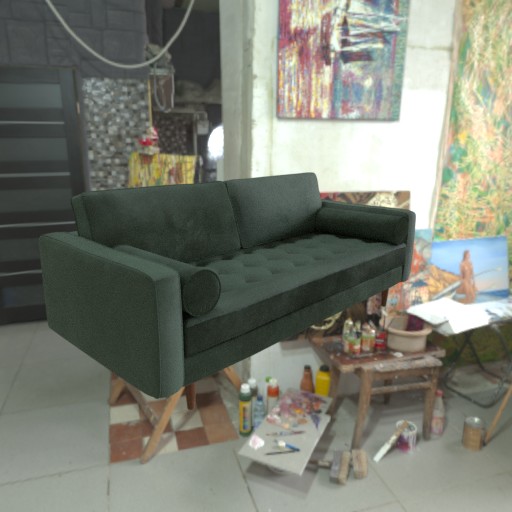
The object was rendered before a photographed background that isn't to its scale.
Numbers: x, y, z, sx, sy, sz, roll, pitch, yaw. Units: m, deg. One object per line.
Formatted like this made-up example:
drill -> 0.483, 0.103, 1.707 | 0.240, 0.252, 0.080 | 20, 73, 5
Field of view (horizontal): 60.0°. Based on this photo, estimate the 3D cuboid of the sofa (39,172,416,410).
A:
sofa -> 0.000, 0.000, 2.339 | 0.916, 0.772, 1.880 | 14, 20, 42
